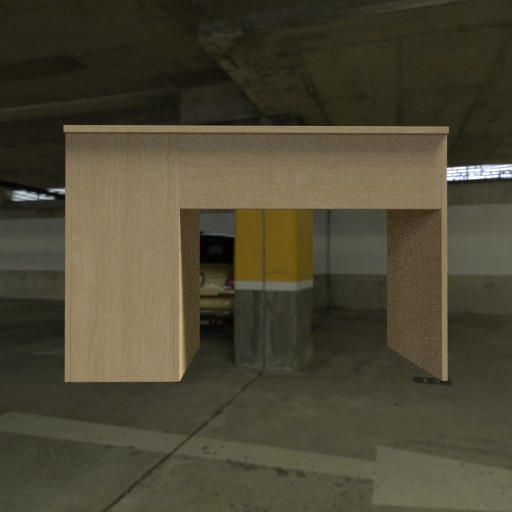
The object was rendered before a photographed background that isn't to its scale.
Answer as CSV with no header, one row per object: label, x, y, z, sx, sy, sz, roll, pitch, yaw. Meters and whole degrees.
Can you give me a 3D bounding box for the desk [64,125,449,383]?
desk,0.000,0.000,1.539,1.097,0.735,0.560,0,0,-1
